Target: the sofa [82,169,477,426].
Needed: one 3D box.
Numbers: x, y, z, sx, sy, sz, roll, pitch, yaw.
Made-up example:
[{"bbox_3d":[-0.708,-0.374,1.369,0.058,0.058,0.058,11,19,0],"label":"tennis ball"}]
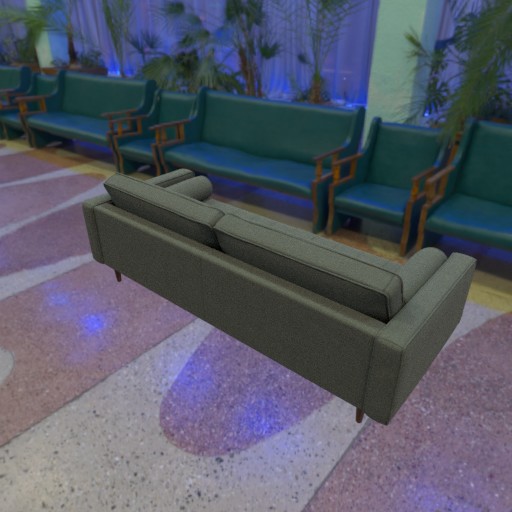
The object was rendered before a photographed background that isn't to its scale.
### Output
[{"bbox_3d":[0.000,0.000,2.638,2.198,0.762,0.914,23,37,34],"label":"sofa"}]
